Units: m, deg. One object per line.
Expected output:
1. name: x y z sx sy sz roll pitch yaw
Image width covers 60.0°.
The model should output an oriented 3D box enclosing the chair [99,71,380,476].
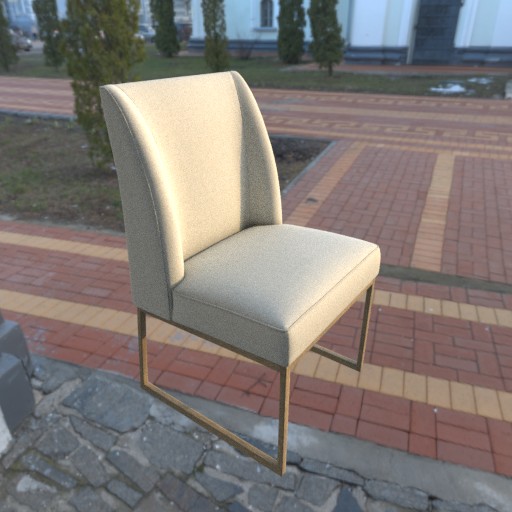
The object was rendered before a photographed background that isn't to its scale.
1. chair: 0.000 0.000 1.181 0.522 0.863 0.508 18 33 31
